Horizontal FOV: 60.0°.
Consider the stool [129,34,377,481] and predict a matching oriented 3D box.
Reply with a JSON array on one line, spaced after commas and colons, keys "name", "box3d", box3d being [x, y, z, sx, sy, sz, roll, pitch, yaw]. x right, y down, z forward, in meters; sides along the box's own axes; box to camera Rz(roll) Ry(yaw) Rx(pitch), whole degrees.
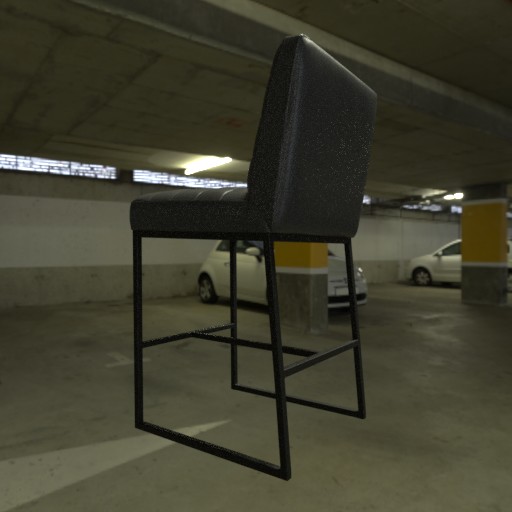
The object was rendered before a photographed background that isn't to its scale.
[{"name": "stool", "box3d": [0.000, 0.000, 1.237, 0.552, 0.938, 0.457, 0, 1, 35]}]
